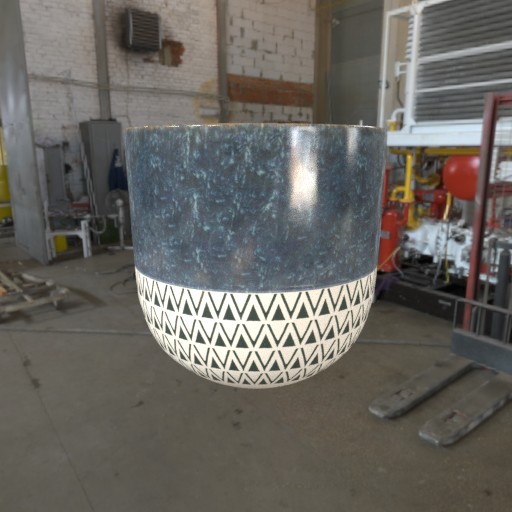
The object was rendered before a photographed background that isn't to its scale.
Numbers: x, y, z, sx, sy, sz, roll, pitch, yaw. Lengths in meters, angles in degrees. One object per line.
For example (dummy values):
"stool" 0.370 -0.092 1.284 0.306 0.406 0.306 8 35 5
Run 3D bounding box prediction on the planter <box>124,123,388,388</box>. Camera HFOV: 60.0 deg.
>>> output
"planter" 0.000 0.000 0.495 0.266 0.270 0.266 0 13 0
